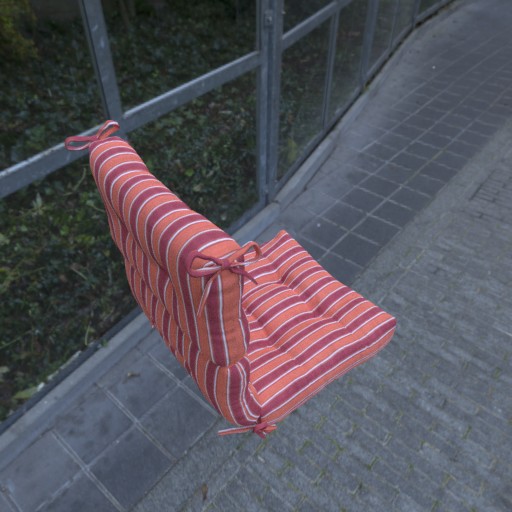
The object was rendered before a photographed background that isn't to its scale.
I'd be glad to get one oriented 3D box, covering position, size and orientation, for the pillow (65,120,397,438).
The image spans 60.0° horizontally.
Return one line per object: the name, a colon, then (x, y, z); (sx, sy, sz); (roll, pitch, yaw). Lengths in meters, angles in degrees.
pillow: (0.000, 0.000, 1.013); (0.571, 0.605, 0.519); (-26, 47, -27)
